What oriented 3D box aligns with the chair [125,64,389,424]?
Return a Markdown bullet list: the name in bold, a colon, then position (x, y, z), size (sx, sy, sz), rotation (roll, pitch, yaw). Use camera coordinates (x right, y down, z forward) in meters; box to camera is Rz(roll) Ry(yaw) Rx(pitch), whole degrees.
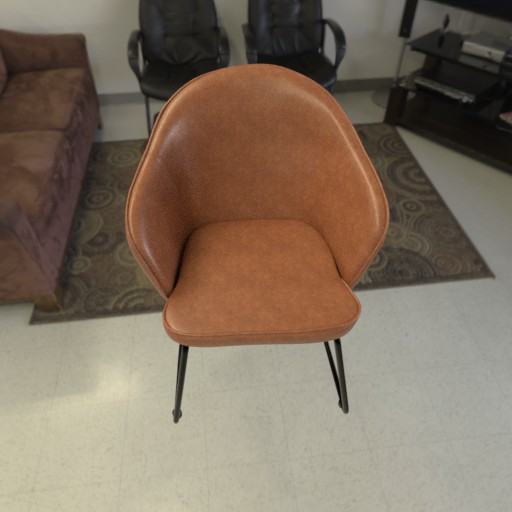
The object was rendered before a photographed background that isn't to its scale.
- **chair**: position (0.000, 0.000, 1.187), size (0.582, 0.785, 0.580), rotation (-3, 46, -3)
